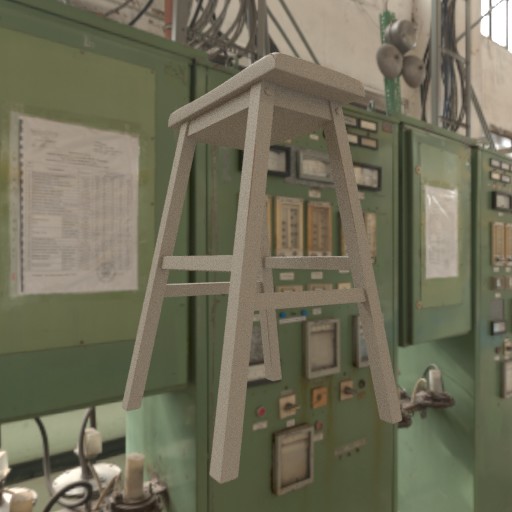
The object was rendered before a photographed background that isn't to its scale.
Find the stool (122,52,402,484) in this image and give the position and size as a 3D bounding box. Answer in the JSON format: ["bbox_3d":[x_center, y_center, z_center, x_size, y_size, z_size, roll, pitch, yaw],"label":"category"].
[{"bbox_3d":[0.000,0.000,1.037,0.476,0.737,0.457,0,-1,-36],"label":"stool"}]
